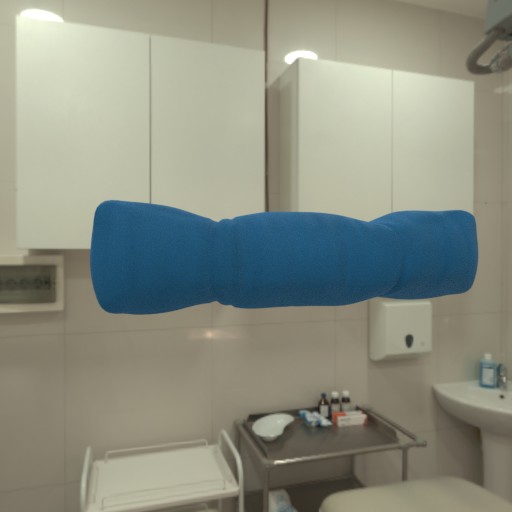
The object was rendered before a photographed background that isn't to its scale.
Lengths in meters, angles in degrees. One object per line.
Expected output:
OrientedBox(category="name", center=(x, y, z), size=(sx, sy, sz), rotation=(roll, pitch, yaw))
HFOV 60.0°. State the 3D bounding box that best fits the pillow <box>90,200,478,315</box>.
OrientedBox(category="pillow", center=(0.000, 0.000, 0.723), size=(0.490, 0.128, 0.468), rotation=(0, 1, -18))
